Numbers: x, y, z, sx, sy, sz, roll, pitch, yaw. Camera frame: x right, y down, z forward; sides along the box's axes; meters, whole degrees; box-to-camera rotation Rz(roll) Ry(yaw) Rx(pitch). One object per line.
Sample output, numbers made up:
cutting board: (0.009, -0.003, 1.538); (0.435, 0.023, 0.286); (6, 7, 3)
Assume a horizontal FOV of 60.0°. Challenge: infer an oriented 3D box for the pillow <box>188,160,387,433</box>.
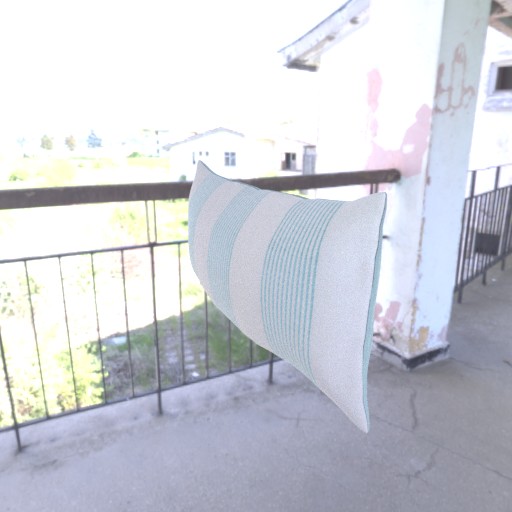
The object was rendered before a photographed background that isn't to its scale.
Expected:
pillow: (0.000, 0.000, 0.744); (0.151, 0.287, 0.610); (-7, 17, -24)
